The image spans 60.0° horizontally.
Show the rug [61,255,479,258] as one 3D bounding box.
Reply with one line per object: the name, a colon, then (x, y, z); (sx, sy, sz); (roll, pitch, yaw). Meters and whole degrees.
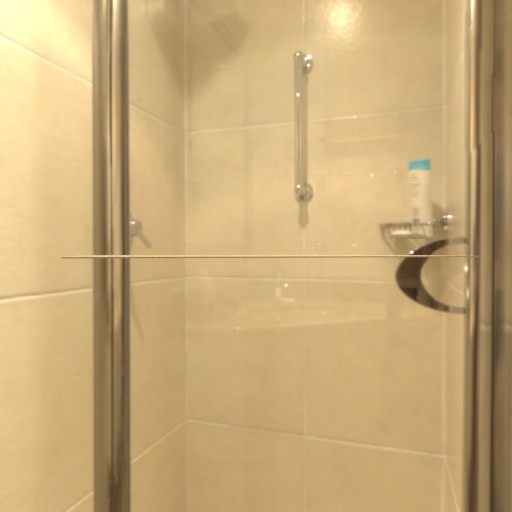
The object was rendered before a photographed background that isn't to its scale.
rug: (0.000, 0.000, 2.414); (1.850, 0.006, 1.234); (0, 0, -18)
